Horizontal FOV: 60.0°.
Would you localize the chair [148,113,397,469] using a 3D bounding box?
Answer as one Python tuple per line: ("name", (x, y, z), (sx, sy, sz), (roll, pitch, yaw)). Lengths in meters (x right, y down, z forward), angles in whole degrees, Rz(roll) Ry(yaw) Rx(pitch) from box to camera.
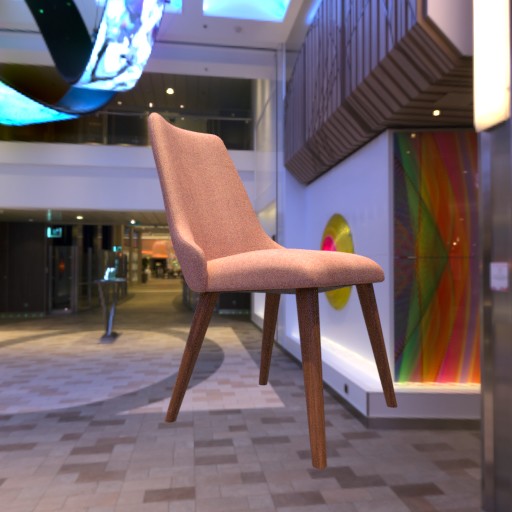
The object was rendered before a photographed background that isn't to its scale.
("chair", (0.000, 0.000, 1.353), (0.707, 0.918, 0.535), (-1, -2, 35))
